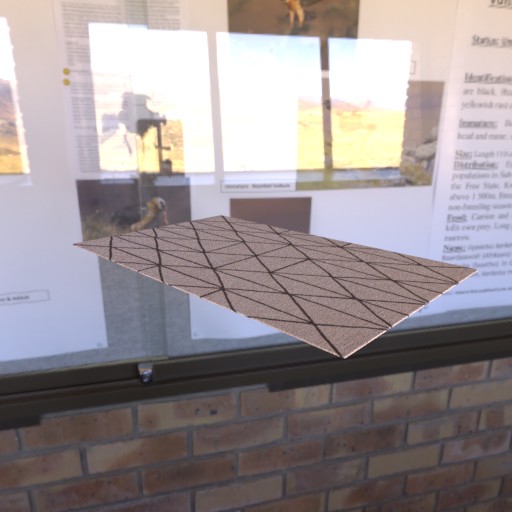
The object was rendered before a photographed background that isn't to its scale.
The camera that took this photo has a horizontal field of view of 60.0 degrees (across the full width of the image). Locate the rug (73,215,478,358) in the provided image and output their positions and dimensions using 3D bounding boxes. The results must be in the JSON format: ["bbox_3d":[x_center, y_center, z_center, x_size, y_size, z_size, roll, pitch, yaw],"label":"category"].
[{"bbox_3d":[0.000,0.000,3.115,2.465,0.008,1.526,16,23,42],"label":"rug"}]
